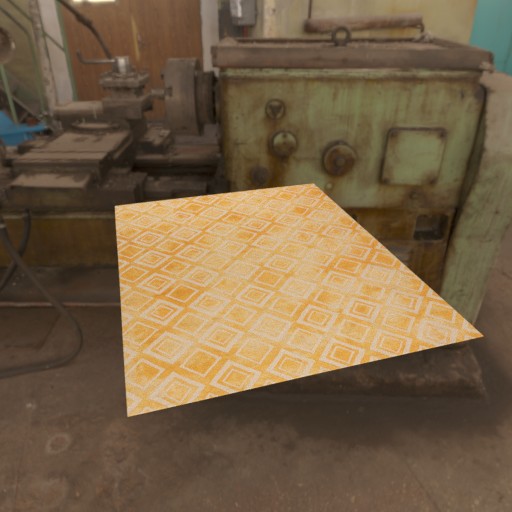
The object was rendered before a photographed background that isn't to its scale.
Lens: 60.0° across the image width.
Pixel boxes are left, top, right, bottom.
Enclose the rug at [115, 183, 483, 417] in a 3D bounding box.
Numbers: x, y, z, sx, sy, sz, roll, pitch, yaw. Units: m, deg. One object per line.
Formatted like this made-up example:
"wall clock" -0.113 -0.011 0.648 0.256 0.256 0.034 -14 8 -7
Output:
"rug" 0.000 0.000 4.070 2.433 0.011 3.037 -9 32 -14
